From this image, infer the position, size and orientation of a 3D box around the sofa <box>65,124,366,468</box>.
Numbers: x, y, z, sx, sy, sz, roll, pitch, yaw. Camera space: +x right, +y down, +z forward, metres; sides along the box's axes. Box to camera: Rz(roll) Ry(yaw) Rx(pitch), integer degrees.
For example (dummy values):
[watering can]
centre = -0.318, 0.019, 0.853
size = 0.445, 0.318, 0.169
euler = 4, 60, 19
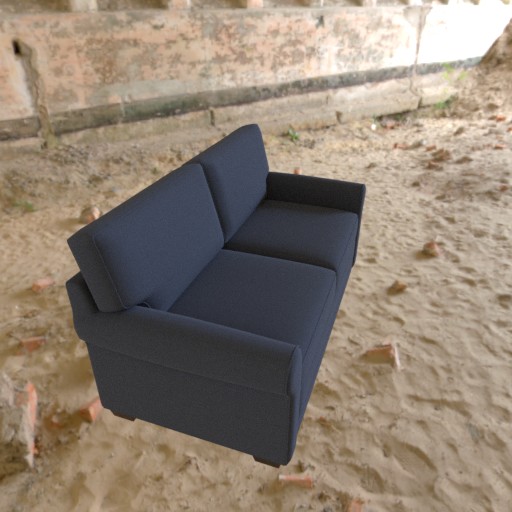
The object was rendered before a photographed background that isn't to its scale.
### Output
[sofa]
centre = 0.000, 0.000, 2.477
size = 0.940, 1.020, 1.930
euler = 10, 32, 17
